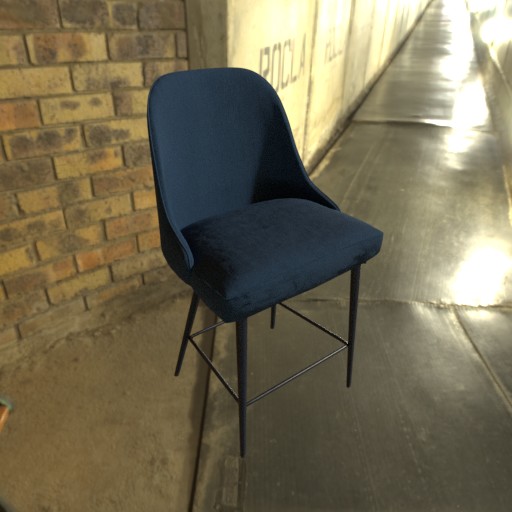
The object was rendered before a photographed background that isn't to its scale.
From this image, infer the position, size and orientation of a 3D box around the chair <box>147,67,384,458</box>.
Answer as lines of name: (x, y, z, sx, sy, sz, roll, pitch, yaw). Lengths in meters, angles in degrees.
chair: (0.000, 0.000, 1.240, 0.526, 0.927, 0.489, -20, 35, -32)
